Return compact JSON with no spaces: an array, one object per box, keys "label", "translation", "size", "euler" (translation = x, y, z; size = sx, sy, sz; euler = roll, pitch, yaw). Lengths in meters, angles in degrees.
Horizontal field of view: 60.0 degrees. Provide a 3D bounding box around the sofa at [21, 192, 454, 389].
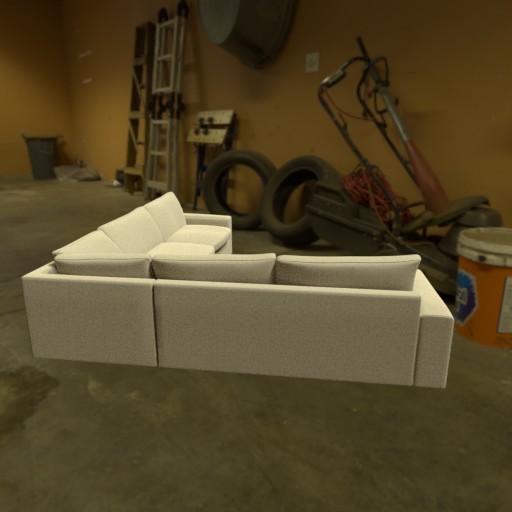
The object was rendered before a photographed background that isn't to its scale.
[{"label":"sofa","translation":[0.000,0.000,4.636],"size":[3.066,0.918,3.206],"euler":[2,16,8]}]
